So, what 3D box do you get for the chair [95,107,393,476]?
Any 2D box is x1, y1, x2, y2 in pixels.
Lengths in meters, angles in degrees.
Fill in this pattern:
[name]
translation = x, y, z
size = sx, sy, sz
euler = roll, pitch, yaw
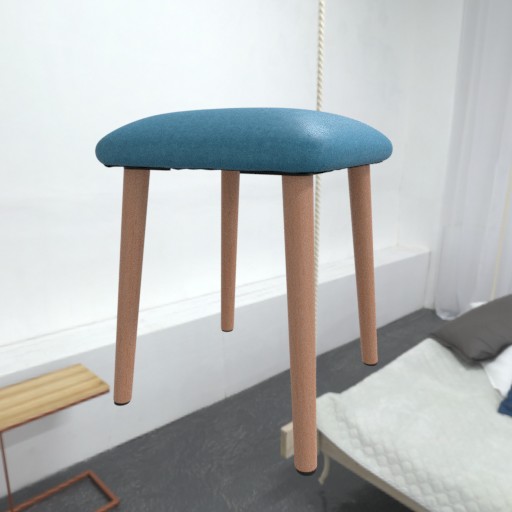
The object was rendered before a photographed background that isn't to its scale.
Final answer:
[chair]
translation = 0.000, 0.000, 0.718
size = 0.360, 0.450, 0.360
euler = 8, 17, 27
